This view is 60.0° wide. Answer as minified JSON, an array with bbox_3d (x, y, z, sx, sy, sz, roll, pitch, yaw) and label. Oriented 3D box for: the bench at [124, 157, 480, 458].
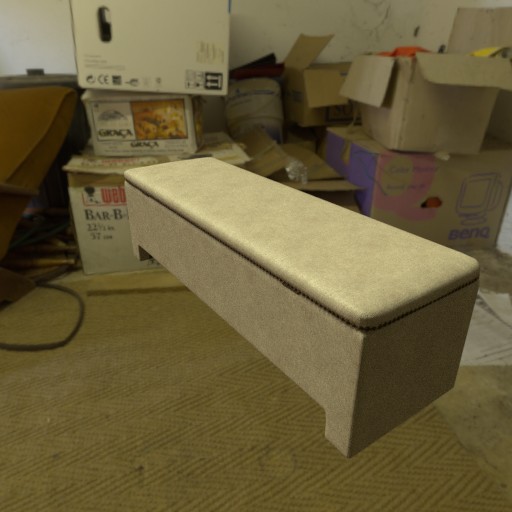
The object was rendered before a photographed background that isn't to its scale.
[{"bbox_3d":[0.000,0.000,1.681,0.470,0.447,1.482,-17,31,-31],"label":"bench"}]
